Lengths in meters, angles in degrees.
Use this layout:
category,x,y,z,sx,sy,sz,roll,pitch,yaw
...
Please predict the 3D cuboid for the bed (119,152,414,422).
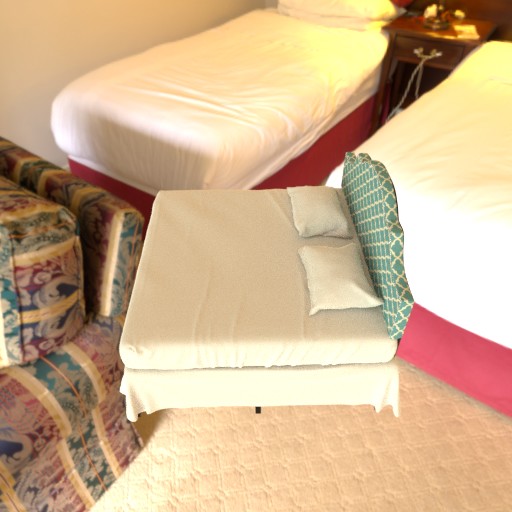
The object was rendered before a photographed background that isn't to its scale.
category,x,y,z,sx,sy,sz,roll,pitch,yaw
bed,0.000,0.000,3.790,2.222,1.601,2.314,-1,41,-1
